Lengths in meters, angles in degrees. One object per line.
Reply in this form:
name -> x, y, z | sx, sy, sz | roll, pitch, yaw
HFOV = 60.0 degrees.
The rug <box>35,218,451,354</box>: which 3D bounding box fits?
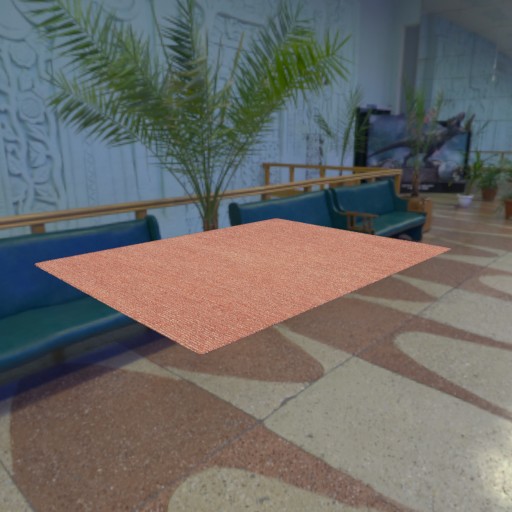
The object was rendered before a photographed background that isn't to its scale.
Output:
rug -> 0.000, 0.000, 2.776 | 2.112, 0.009, 1.594 | -15, 21, -43
